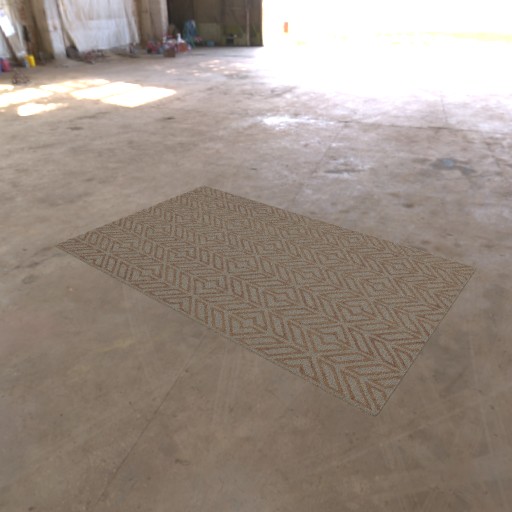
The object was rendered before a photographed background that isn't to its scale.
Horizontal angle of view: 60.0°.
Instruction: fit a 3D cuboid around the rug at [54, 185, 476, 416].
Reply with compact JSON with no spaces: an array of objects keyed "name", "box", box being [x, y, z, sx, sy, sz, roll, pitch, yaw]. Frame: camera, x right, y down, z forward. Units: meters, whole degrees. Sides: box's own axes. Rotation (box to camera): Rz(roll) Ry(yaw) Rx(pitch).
[{"name":"rug","box":[0.000,0.000,2.992,2.438,0.008,1.523,21,36,32]}]
